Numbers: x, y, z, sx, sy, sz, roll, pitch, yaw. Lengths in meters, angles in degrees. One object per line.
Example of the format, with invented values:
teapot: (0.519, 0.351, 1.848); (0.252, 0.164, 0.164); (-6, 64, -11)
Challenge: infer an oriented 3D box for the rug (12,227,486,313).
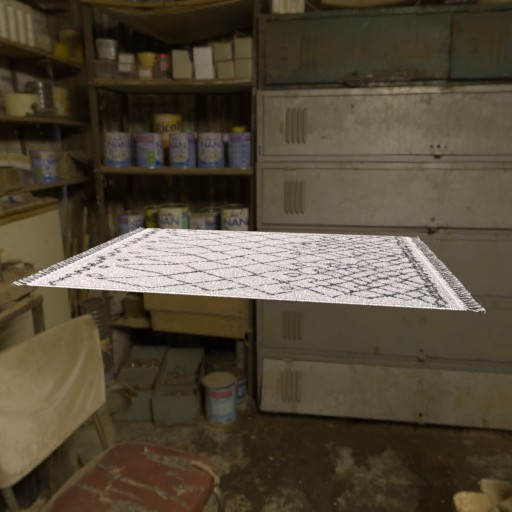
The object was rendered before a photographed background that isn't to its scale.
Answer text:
rug: (0.000, 0.000, 2.894); (2.312, 0.017, 1.613); (2, 14, 9)
